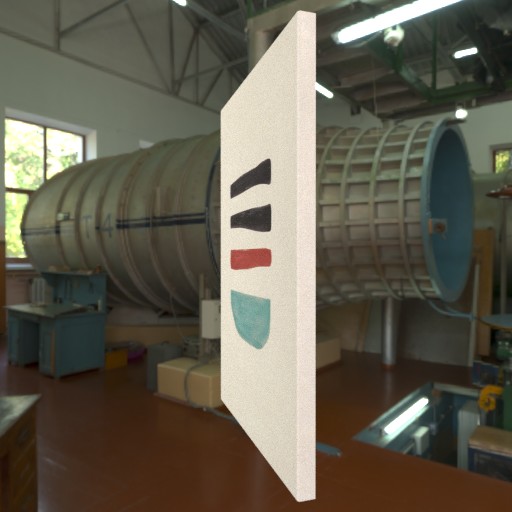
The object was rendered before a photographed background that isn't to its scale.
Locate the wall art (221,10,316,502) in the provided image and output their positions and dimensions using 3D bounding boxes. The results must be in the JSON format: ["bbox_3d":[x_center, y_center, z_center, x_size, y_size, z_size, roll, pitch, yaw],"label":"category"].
[{"bbox_3d":[0.000,0.000,1.116,0.038,0.912,0.607,0,0,-18],"label":"wall art"}]
